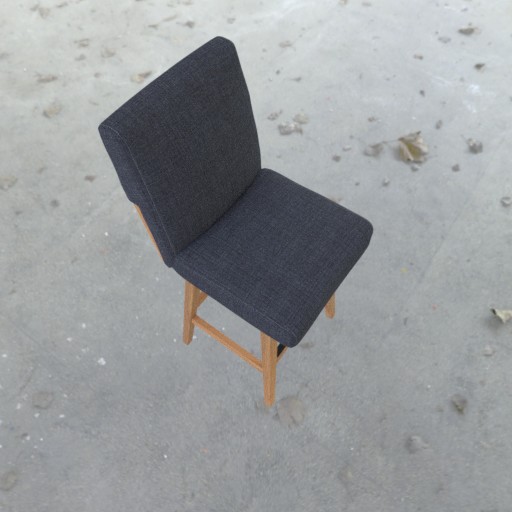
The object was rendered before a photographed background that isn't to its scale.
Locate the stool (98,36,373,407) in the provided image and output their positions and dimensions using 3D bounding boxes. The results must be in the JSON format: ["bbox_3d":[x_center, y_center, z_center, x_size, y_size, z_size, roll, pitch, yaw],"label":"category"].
[{"bbox_3d":[0.000,0.000,1.412,0.570,1.112,0.483,32,63,18],"label":"stool"}]
